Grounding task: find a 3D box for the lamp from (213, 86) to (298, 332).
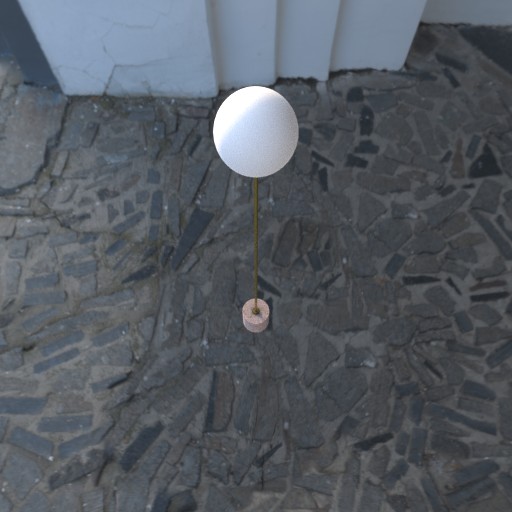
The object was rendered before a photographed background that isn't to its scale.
[{"bbox_3d":[0.000,0.000,1.872,0.229,1.748,0.229,14,65,7],"label":"lamp"}]
